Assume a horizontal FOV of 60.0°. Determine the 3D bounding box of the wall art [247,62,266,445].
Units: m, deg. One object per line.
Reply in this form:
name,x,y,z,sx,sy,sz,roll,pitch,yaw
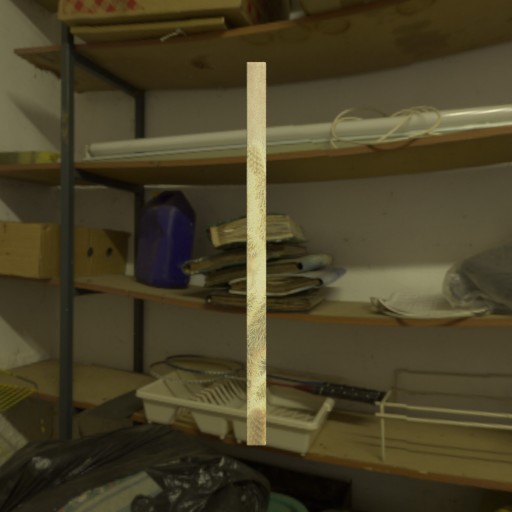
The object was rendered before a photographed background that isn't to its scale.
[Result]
wall art,0.000,0.000,1.446,0.041,0.758,1.142,0,-1,0
